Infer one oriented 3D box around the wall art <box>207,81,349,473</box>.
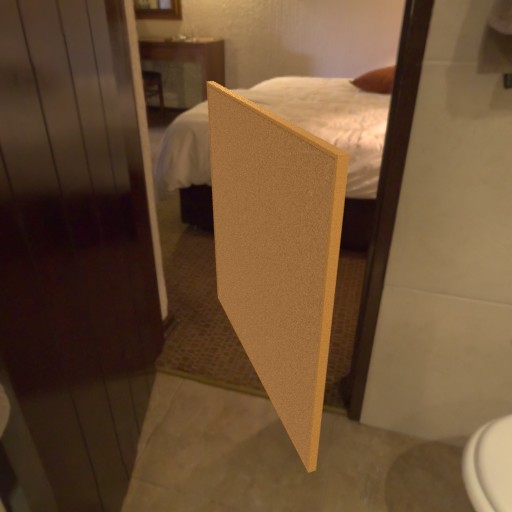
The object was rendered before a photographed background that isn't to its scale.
[{"bbox_3d":[0.000,0.000,0.698,0.013,0.455,0.457,-10,31,-18],"label":"wall art"}]
